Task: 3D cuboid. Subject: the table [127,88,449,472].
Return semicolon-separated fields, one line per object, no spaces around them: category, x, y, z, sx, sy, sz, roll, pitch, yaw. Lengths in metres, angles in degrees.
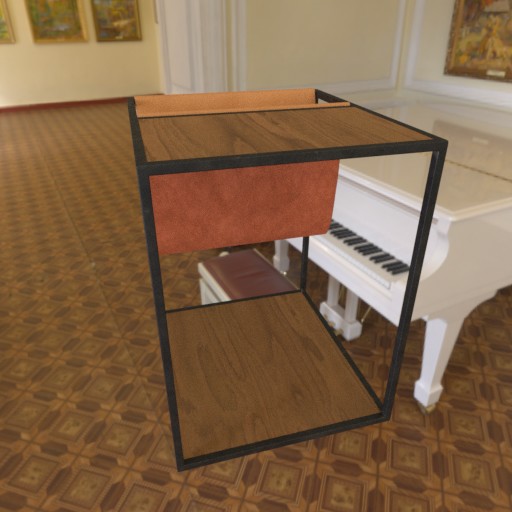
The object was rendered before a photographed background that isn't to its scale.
table;0.000;0.000;0.850;0.399;0.536;0.450;-8;30;-14
